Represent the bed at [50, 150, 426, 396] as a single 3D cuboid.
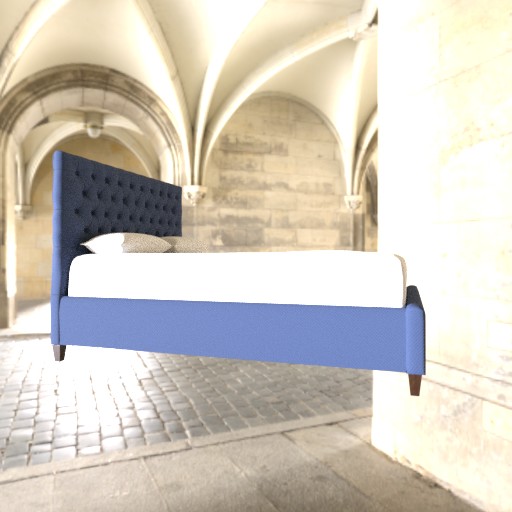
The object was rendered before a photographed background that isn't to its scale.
[{"bbox_3d":[0.000,0.000,3.408,2.387,1.427,1.706,0,0,19],"label":"bed"}]
